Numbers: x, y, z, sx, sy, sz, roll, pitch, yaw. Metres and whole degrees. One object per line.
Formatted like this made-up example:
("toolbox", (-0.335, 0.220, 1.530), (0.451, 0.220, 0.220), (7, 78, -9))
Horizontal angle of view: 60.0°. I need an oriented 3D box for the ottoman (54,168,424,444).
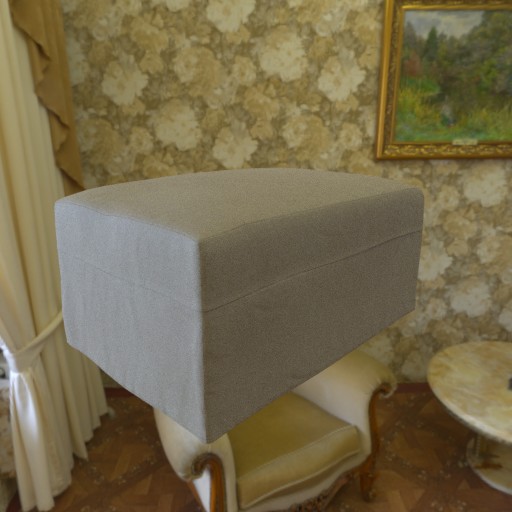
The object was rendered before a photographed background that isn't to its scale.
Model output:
("ottoman", (0.000, 0.000, 1.212), (0.590, 0.444, 0.872), (15, 22, 41))
